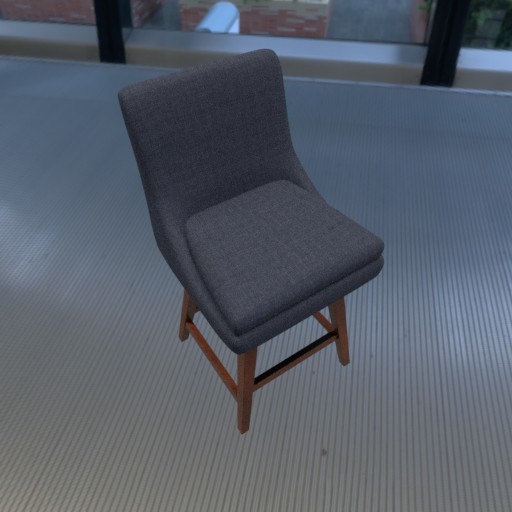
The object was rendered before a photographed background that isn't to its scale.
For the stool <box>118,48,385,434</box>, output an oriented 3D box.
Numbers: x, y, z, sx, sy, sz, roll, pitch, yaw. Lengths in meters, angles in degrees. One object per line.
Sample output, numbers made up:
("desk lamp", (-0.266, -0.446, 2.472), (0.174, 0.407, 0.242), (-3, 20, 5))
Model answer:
("stool", (0.000, 0.000, 1.235), (0.467, 0.895, 0.524), (-26, 52, -23))
